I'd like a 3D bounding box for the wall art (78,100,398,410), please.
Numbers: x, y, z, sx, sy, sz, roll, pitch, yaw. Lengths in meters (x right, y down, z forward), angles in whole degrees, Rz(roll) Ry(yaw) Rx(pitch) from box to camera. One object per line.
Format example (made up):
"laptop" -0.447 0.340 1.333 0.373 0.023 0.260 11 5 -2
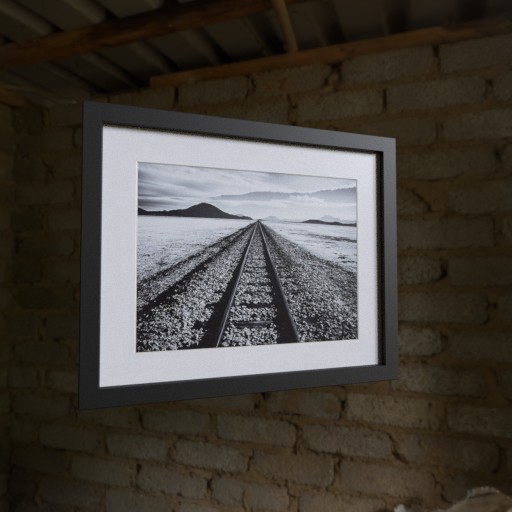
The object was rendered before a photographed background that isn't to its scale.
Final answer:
"wall art" 0.000 0.000 0.760 0.559 0.458 0.029 1 -2 -20
